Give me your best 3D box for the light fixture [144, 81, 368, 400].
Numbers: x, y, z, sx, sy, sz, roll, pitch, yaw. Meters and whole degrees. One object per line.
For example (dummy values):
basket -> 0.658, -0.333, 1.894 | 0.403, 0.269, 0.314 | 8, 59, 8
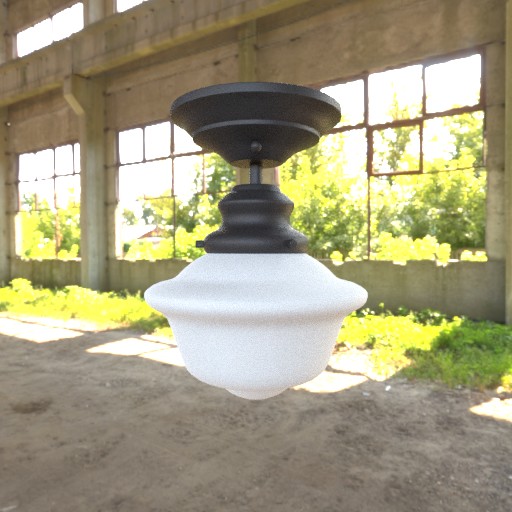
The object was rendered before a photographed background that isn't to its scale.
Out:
light fixture -> 0.000, 0.000, 0.398 | 0.197, 0.254, 0.197 | 0, 1, 0
